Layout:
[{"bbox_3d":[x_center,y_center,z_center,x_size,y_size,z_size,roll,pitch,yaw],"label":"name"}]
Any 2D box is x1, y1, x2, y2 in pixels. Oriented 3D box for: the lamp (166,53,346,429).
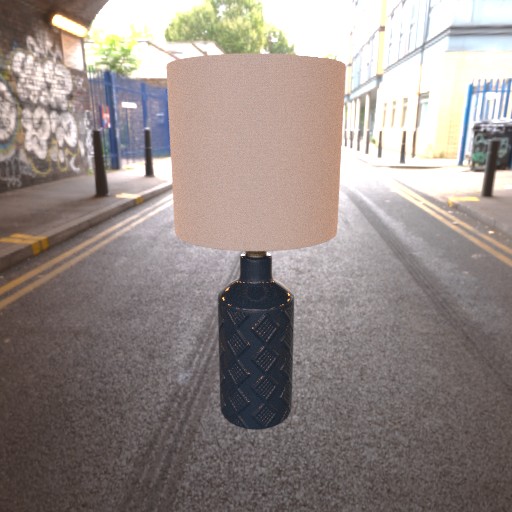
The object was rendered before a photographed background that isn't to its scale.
[{"bbox_3d":[0.000,0.000,0.583,0.207,0.461,0.207,15,22,42],"label":"lamp"}]
